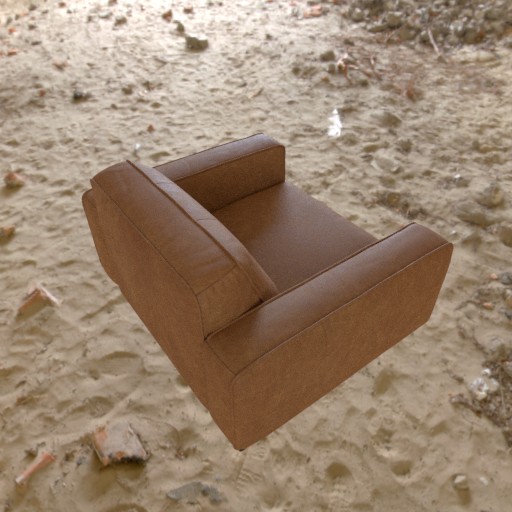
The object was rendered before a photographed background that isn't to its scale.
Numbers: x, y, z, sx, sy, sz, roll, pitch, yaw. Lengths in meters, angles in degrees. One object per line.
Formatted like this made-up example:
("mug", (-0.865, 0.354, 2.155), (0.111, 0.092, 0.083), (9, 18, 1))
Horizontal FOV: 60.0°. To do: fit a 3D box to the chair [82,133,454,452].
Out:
("chair", (0.000, 0.000, 1.757), (0.952, 0.782, 1.118), (-26, 47, -27))
